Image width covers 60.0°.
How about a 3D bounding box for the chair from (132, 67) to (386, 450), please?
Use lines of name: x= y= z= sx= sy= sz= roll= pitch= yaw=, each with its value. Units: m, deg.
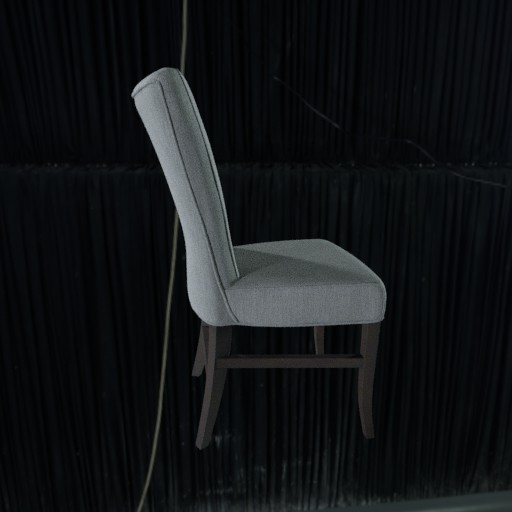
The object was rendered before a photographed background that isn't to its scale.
chair: x=0.000 y=0.000 z=1.342 sx=0.660 sy=0.991 sz=0.520 roll=-3 pitch=15 yaw=-9
